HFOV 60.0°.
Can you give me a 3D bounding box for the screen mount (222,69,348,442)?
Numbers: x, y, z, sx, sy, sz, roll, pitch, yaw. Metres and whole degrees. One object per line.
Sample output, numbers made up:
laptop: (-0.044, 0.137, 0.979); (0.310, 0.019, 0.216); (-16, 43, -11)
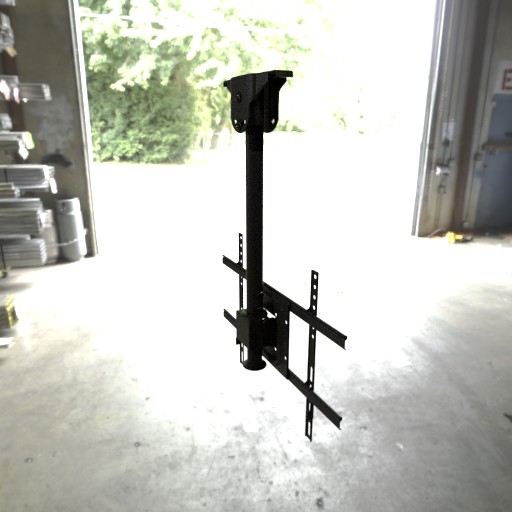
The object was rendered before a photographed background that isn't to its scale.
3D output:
screen mount: (0.000, 0.000, 1.028); (0.090, 0.775, 0.595); (-8, 18, -25)
